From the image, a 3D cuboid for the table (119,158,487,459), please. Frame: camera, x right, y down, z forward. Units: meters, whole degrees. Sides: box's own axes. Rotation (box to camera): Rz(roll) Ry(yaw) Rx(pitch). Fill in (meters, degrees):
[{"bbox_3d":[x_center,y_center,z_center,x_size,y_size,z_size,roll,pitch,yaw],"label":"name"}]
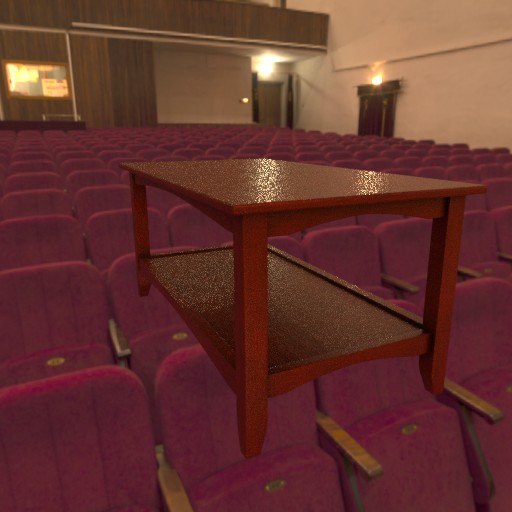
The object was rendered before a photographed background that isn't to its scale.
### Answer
[{"bbox_3d":[0.000,0.000,1.208,0.533,0.456,0.943,-8,17,-25],"label":"table"}]
